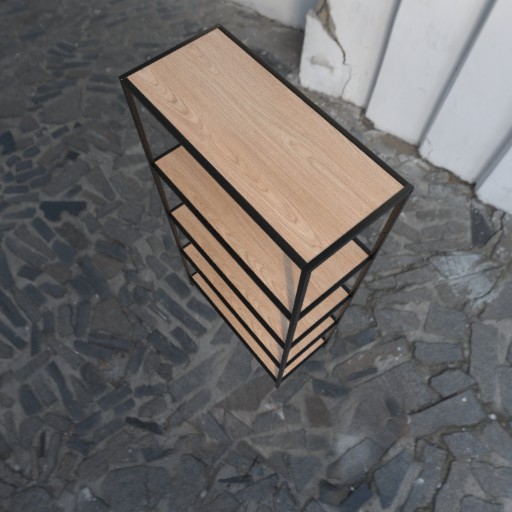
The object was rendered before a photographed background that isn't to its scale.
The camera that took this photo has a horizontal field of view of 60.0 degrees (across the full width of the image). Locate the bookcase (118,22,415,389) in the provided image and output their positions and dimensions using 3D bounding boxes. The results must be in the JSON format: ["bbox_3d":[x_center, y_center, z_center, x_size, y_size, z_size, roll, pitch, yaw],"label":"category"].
[{"bbox_3d":[0.000,0.000,1.814,0.350,1.500,0.770,-37,69,-16],"label":"bookcase"}]
